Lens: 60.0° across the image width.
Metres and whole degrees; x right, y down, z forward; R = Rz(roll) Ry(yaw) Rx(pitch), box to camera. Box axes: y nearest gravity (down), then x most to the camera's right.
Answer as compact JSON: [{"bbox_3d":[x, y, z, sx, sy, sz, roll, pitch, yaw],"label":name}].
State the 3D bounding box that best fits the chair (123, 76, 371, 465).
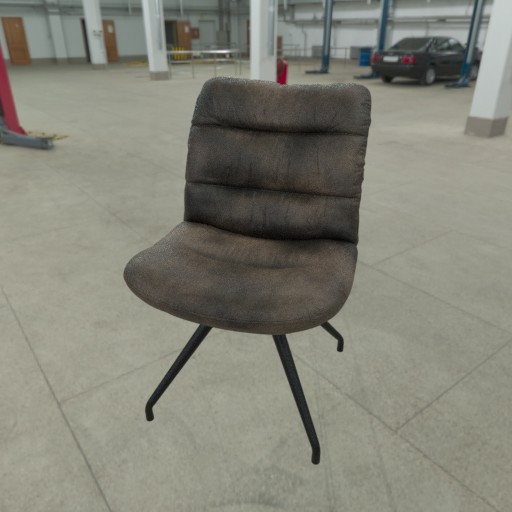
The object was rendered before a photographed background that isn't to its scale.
[{"bbox_3d":[0.000,0.000,1.224,0.549,0.870,0.622,8,28,15],"label":"chair"}]
